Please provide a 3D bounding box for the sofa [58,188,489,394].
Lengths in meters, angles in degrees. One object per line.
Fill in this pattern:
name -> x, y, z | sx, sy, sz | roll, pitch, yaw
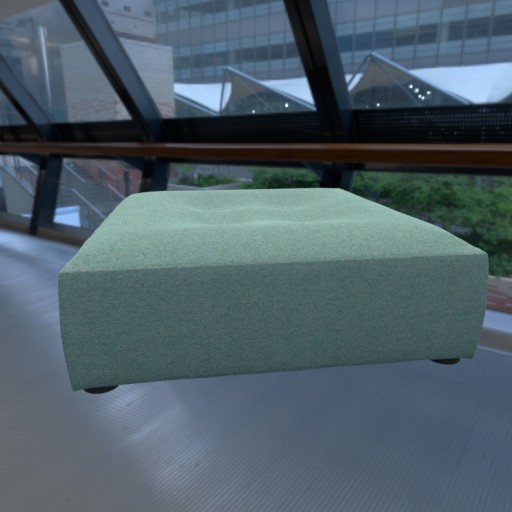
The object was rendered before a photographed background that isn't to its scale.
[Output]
sofa -> 0.000, 0.000, 1.391 | 0.930, 0.330, 0.930 | -2, 16, -8
